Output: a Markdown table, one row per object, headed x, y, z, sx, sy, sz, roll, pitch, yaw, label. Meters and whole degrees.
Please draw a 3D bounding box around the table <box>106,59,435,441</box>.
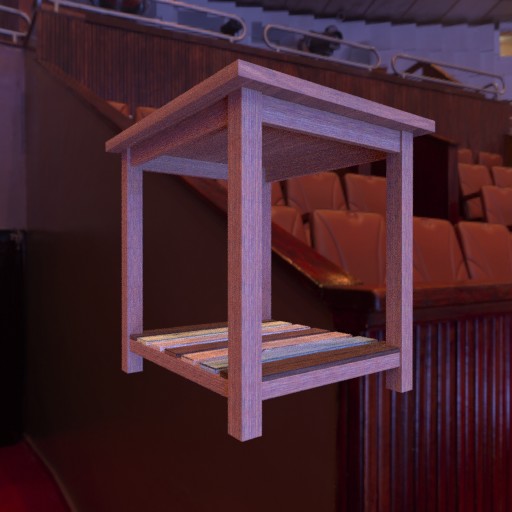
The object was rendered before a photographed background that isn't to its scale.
| x | y | z | sx | sy | sz | roll | pitch | yaw | label |
| --- | --- | --- | --- | --- | --- | --- | --- | --- | --- |
| 0.000 | 0.000 | 1.143 | 0.559 | 0.635 | 0.660 | 0 | 0 | -37 | table |
